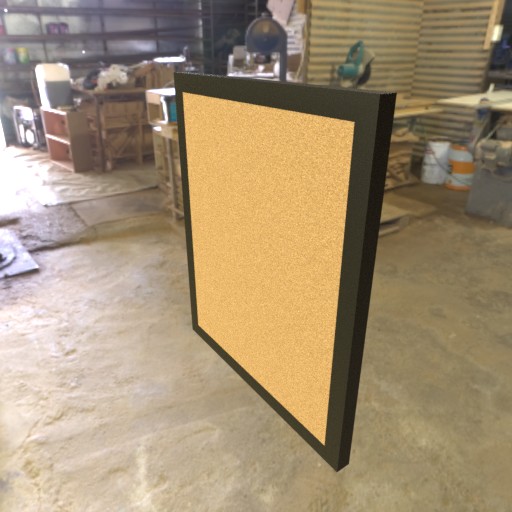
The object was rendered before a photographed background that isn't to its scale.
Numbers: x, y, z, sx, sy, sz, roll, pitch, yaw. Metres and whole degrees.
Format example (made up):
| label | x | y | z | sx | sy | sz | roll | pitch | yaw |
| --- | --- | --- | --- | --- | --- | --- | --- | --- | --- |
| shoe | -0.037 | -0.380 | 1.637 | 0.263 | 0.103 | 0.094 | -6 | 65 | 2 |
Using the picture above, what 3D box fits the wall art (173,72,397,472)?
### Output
| label | x | y | z | sx | sy | sz | roll | pitch | yaw |
| --- | --- | --- | --- | --- | --- | --- | --- | --- | --- |
| wall art | 0.000 | 0.000 | 0.687 | 0.025 | 0.508 | 0.432 | -17 | 30 | -32 |
